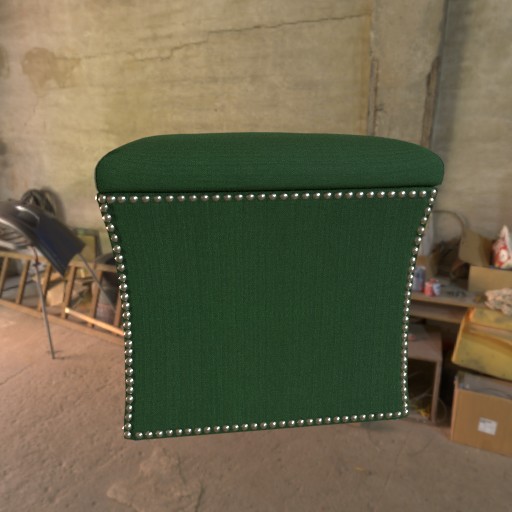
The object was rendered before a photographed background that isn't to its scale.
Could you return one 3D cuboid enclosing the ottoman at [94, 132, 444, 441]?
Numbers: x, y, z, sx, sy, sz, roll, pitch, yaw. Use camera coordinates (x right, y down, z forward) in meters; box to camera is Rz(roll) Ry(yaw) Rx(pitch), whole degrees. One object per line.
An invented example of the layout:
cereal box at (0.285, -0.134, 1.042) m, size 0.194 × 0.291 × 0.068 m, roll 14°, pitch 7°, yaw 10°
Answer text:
ottoman at (0.000, 0.000, 0.881) m, size 0.507 × 0.475 × 0.497 m, roll -2°, pitch 16°, yaw -7°
